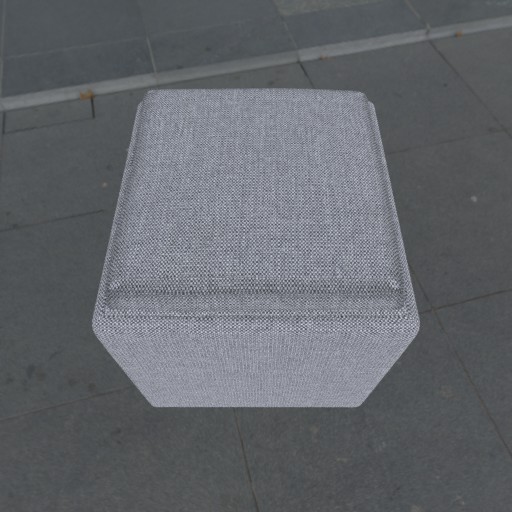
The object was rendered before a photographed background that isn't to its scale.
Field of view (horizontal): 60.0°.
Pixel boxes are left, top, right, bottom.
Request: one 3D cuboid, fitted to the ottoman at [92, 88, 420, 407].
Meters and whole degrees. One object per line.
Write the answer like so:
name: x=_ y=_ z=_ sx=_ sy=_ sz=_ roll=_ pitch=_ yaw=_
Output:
ottoman: x=0.000 y=0.000 z=0.842 sx=0.436 sy=0.487 sz=0.454 roll=0 pitch=58 yaw=0
